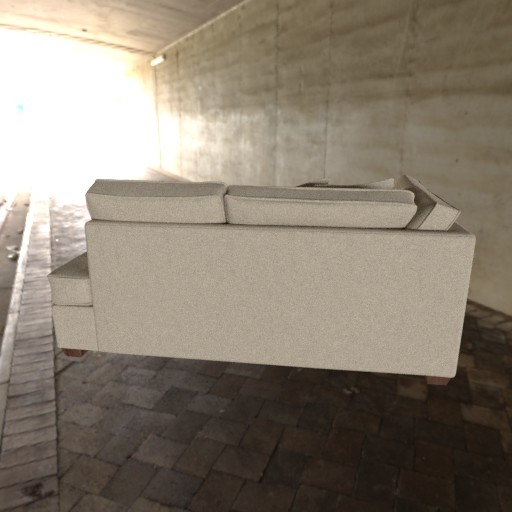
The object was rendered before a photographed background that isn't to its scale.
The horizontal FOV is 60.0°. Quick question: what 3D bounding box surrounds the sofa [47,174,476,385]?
[{"bbox_3d":[0.000,0.000,2.810,2.237,1.033,1.110,2,17,8],"label":"sofa"}]
